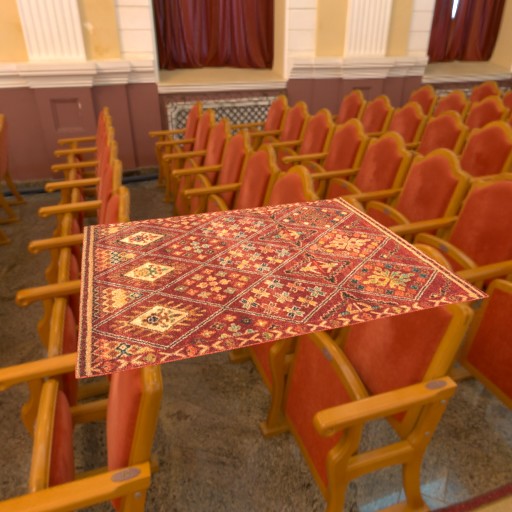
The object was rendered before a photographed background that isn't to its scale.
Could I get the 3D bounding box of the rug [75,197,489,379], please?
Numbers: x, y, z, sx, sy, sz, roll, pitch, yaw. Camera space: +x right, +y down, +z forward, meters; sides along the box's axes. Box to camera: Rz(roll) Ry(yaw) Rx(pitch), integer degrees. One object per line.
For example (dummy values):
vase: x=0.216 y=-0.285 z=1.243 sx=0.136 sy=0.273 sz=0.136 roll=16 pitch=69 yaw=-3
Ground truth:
rug: x=0.000 y=0.000 z=4.131 sx=3.086 sy=0.030 sz=2.489 roll=-8 pitch=28 yaw=-16
